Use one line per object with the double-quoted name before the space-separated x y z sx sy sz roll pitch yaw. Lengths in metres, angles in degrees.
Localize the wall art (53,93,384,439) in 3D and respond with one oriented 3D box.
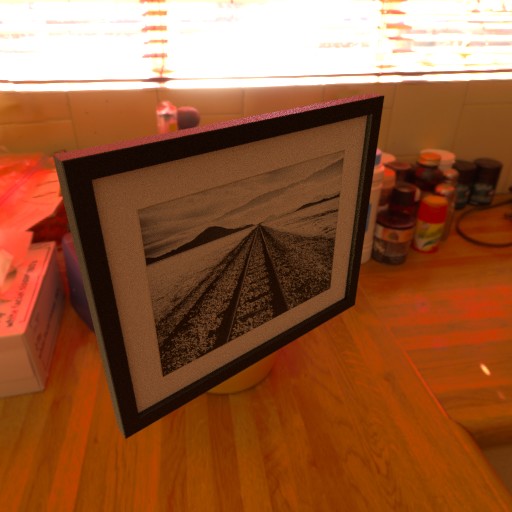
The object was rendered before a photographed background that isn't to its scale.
"wall art" 0.000 0.000 0.750 0.559 0.458 0.029 -23 37 -33
